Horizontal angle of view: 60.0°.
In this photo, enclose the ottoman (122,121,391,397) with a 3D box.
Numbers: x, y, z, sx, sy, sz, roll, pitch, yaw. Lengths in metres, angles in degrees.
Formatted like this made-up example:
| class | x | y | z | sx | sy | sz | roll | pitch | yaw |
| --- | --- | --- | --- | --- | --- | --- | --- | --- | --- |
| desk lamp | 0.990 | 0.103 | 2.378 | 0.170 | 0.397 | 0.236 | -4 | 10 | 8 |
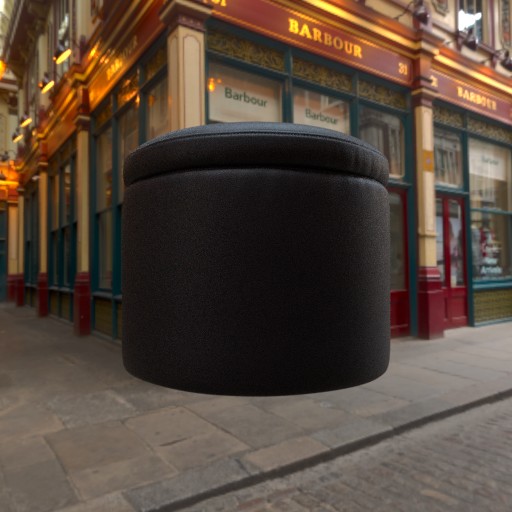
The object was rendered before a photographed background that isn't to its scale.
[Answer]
| class | x | y | z | sx | sy | sz | roll | pitch | yaw |
| --- | --- | --- | --- | --- | --- | --- | --- | --- | --- |
| ottoman | 0.000 | 0.000 | 0.866 | 0.501 | 0.409 | 0.501 | 0 | -2 | 0 |
